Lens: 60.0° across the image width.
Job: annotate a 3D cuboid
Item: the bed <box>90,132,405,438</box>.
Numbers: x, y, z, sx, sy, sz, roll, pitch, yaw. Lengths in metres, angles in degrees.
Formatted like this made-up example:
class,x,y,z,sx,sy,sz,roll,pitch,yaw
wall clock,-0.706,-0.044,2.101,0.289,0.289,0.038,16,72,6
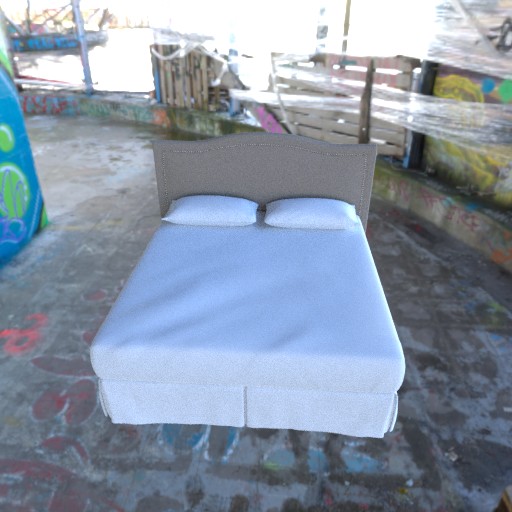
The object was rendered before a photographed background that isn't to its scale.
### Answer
class,x,y,z,sx,sy,sz,roll,pitch,yaw
bed,0.000,0.000,3.511,2.083,1.421,2.182,2,30,3
